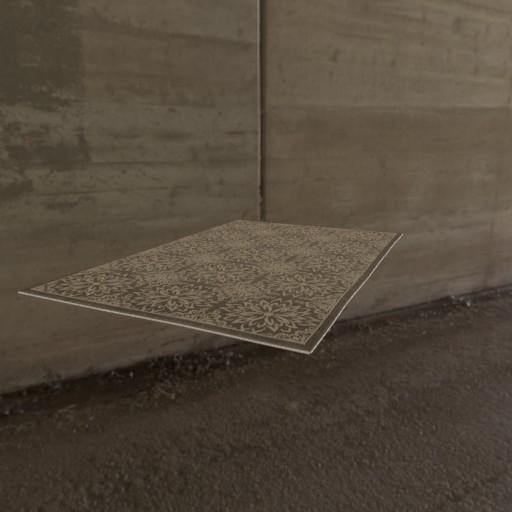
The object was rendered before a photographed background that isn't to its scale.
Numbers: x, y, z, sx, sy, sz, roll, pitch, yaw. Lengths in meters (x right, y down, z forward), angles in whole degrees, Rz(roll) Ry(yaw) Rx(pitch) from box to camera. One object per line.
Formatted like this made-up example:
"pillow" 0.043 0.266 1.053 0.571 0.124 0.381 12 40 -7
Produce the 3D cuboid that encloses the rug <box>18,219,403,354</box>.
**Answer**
"rug" 0.000 0.000 3.441 1.819 0.018 2.746 7 16 25
